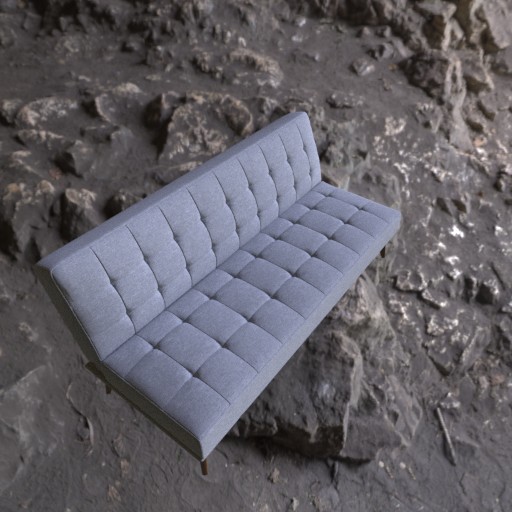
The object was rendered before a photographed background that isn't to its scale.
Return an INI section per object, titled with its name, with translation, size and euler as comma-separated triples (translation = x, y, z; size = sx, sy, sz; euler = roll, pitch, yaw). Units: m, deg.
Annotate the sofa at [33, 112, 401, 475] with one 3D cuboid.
[sofa]
translation = 0.000, 0.000, 2.289
size = 0.860, 0.810, 1.800
euler = 27, 48, 27
